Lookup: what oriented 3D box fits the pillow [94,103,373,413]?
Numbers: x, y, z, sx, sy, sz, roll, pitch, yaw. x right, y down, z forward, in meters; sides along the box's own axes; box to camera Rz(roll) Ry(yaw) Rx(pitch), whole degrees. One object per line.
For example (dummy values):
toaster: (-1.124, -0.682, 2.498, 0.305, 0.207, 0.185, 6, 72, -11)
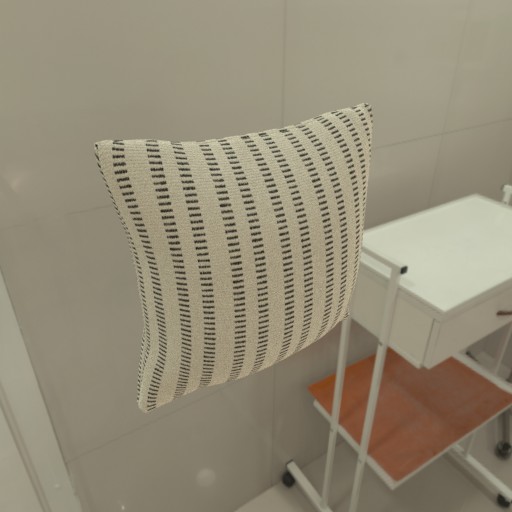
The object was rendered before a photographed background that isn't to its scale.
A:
pillow: (0.000, 0.000, 0.693, 0.438, 0.419, 0.247, -18, 34, -29)
